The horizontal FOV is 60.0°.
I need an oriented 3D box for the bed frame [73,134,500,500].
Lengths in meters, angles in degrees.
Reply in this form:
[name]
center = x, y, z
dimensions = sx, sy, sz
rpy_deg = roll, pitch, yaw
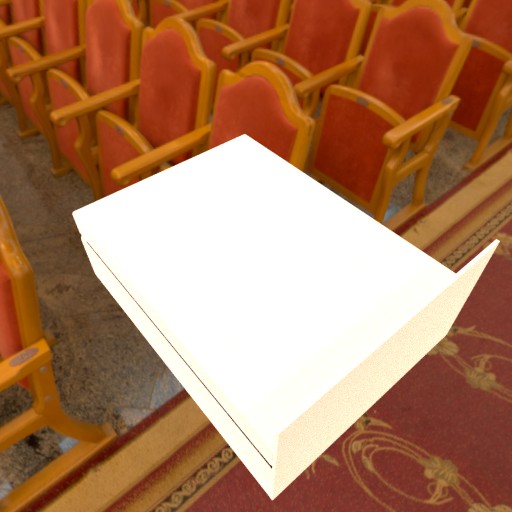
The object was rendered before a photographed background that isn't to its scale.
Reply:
[bed frame]
center = 0.000, 0.000, 2.565
dimensions = 1.400, 0.800, 1.900
rpy_deg = -32, 55, -26
